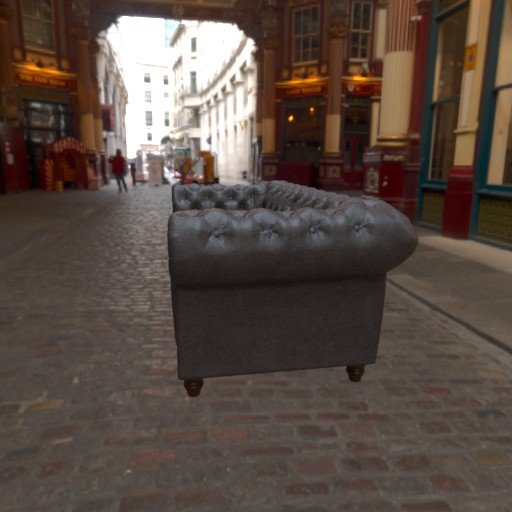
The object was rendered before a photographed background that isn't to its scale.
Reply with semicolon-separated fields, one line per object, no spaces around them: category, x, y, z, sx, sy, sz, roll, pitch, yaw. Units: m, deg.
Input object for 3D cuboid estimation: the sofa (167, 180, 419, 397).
sofa;0.000;0.000;2.541;0.944;0.779;2.048;-2;13;-10
